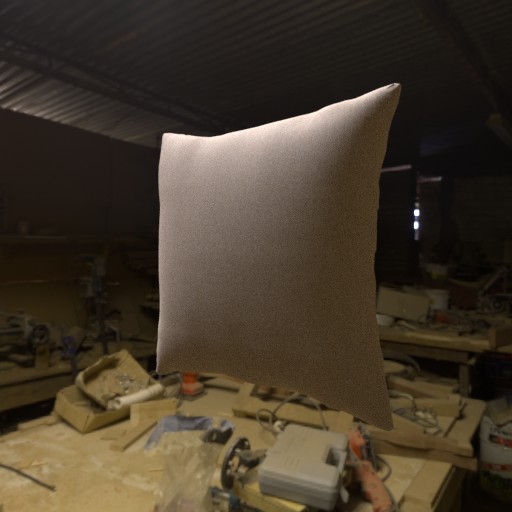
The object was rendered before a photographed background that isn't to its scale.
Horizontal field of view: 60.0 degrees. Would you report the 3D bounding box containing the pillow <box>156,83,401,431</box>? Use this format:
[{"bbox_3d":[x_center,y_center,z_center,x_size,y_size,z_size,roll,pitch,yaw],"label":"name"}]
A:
[{"bbox_3d":[0.000,0.000,0.676,0.433,0.436,0.173,1,2,37],"label":"pillow"}]
